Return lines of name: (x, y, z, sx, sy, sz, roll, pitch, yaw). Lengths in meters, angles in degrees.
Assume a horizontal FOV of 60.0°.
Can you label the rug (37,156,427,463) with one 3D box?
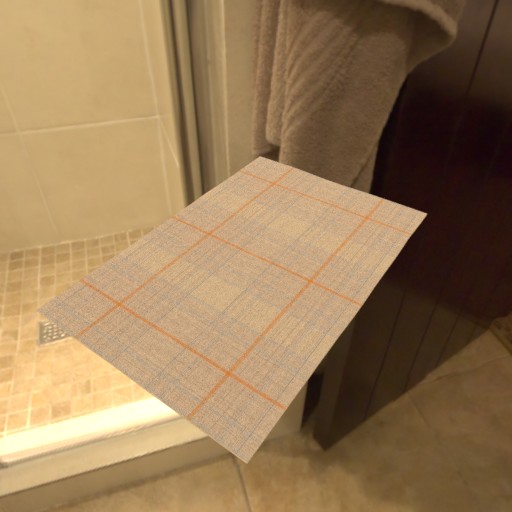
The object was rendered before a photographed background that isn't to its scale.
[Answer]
rug: (0.000, 0.000, 2.367, 1.232, 0.015, 1.825, 25, 47, 26)
